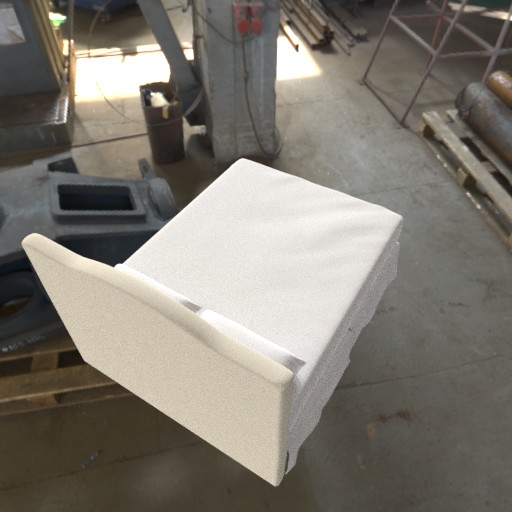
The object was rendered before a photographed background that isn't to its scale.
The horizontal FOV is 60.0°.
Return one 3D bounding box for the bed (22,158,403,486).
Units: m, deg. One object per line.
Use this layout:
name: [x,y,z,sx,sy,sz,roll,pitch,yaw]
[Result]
bed: [0.000,0.000,3.223,1.741,1.449,2.196,24,51,21]
